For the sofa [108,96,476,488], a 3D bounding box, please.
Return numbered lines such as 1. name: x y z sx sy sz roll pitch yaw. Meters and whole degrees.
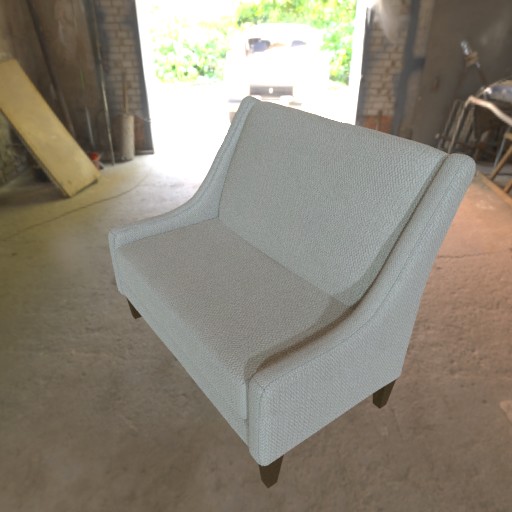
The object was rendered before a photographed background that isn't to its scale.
1. sofa: 0.000 0.000 1.845 0.870 1.022 1.242 -20 36 -31
